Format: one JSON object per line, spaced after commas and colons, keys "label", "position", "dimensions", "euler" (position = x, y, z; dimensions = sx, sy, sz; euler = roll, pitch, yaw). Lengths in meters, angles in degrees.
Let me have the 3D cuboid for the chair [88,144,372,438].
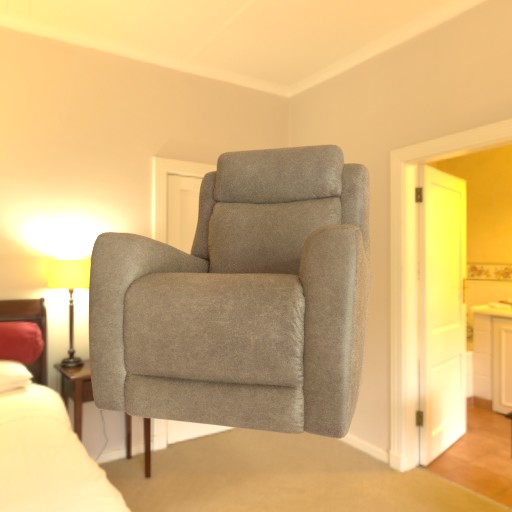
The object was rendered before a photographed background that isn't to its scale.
{"label": "chair", "position": [0.000, 0.000, 1.914], "dimensions": [0.965, 1.116, 1.068], "euler": [0, 0, 18]}
